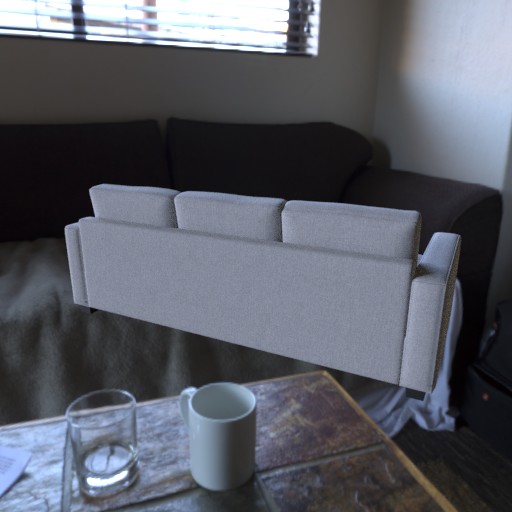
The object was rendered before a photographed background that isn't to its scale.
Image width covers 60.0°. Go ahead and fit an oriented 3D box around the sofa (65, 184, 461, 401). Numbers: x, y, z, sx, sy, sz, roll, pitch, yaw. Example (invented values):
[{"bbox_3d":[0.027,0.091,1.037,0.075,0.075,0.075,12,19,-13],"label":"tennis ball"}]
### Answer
[{"bbox_3d":[0.000,0.000,2.583,2.120,0.800,0.900,9,19,26],"label":"sofa"}]
